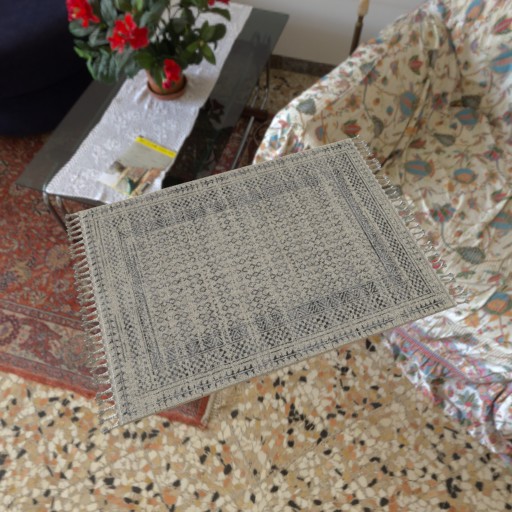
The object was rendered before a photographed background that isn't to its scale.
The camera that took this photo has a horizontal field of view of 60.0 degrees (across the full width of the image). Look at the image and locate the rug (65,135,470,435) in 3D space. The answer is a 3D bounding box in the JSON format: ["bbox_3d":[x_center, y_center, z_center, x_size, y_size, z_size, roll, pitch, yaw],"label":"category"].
[{"bbox_3d":[0.000,0.000,2.354,1.872,0.013,1.243,-17,61,-10],"label":"rug"}]
